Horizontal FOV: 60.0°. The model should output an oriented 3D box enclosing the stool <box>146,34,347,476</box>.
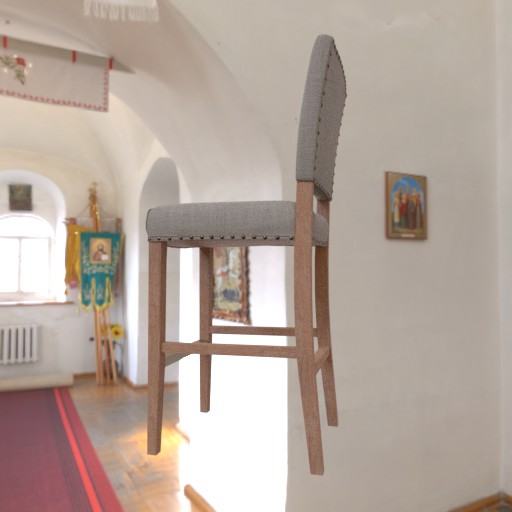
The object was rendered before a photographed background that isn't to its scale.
[{"bbox_3d":[0.000,0.000,1.476,0.585,1.203,0.445,0,-1,16],"label":"stool"}]
